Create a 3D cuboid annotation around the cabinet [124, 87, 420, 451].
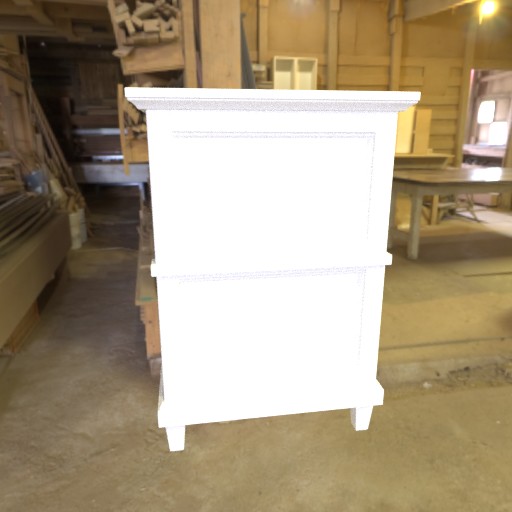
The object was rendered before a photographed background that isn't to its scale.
[{"bbox_3d":[0.000,0.000,1.164,0.547,0.775,0.544,-3,16,-9],"label":"cabinet"}]
